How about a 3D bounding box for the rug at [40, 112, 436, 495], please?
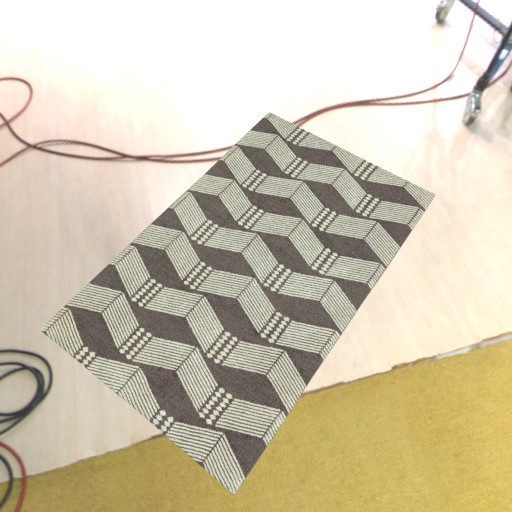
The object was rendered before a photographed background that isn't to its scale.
[{"bbox_3d":[0.000,0.000,3.005,1.517,0.011,2.435,32,64,18],"label":"rug"}]
